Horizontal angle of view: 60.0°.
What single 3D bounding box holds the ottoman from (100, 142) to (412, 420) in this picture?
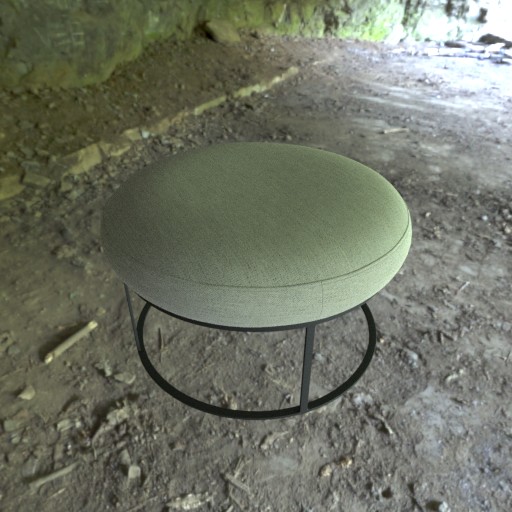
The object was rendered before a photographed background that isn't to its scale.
[{"bbox_3d":[0.000,0.000,1.212,0.769,0.459,0.769,0,33,0],"label":"ottoman"}]
